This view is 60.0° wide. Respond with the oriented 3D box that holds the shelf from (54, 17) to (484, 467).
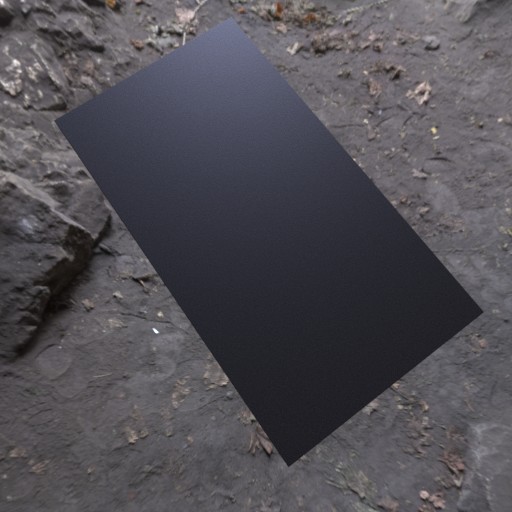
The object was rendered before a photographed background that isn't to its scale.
[{"bbox_3d":[0.000,0.000,1.323,0.498,0.749,0.902,-35,77,-9],"label":"shelf"}]
